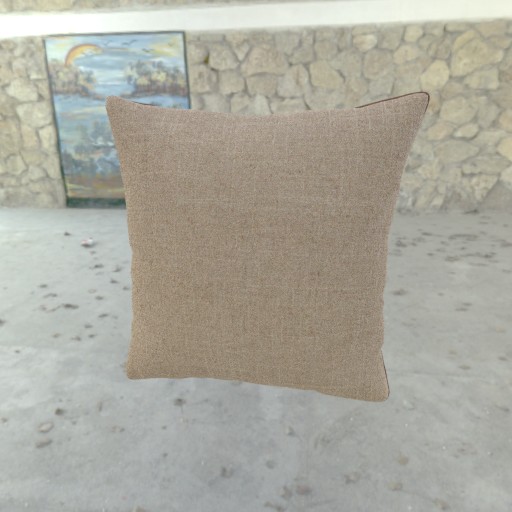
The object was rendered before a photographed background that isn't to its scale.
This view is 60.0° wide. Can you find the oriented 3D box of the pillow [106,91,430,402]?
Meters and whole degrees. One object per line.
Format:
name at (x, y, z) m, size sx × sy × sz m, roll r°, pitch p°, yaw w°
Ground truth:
pillow at (0.000, 0.000, 0.649) m, size 0.437 × 0.448 × 0.147 m, roll 3°, pitch 16°, yaw 9°
